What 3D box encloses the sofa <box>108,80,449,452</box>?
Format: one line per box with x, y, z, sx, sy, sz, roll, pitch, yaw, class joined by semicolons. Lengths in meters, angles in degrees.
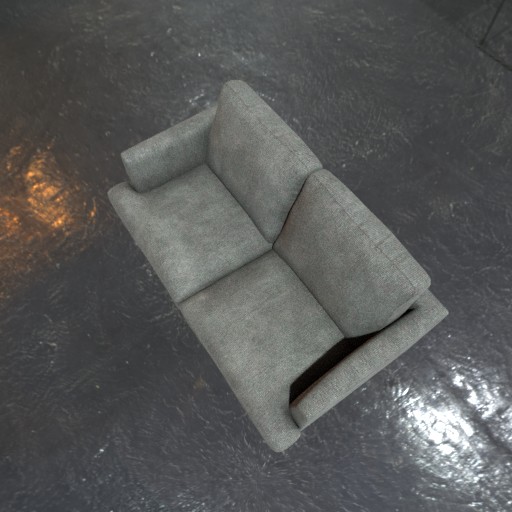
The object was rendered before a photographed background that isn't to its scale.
0.000;0.000;2.196;0.903;0.956;1.582;-32;68;-15;sofa
